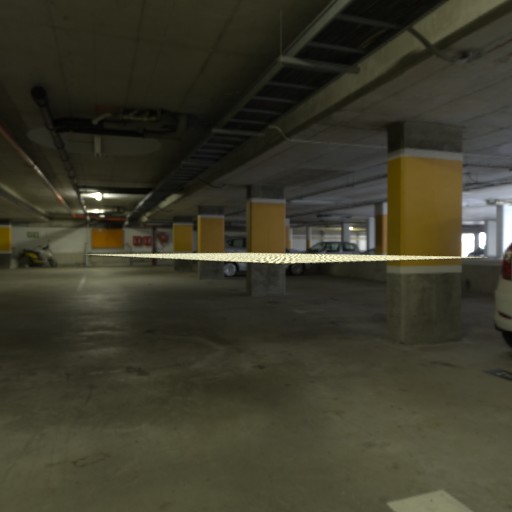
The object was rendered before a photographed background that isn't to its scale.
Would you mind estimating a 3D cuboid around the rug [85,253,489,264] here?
[{"bbox_3d":[0.000,0.000,2.225,1.177,0.004,1.750,-1,1,-37],"label":"rug"}]
